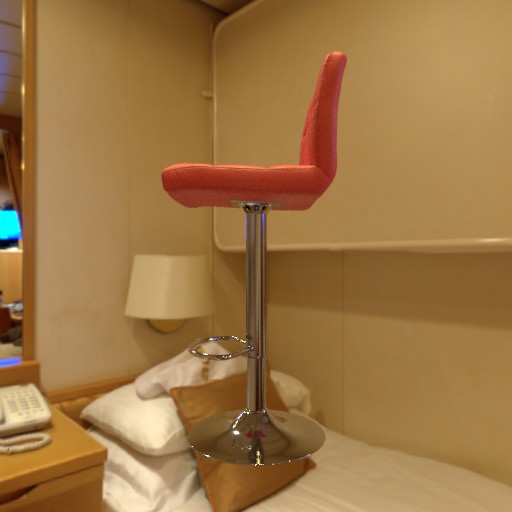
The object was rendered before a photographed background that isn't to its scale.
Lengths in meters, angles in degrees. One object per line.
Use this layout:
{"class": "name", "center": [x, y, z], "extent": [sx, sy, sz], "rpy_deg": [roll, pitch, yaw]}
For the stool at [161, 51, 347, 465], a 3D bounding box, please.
{"class": "stool", "center": [0.000, 0.000, 1.381], "extent": [0.505, 1.115, 0.430], "rpy_deg": [0, 0, 1]}
